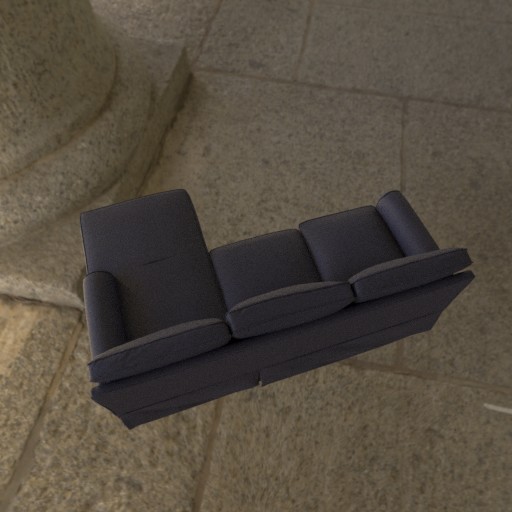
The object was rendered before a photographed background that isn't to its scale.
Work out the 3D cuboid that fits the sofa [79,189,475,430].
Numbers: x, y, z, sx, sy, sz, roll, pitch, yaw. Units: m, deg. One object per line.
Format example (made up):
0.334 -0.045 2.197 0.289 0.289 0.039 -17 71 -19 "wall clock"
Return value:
0.000 0.000 3.340 2.518 1.039 1.637 -16 60 -9 "sofa"
